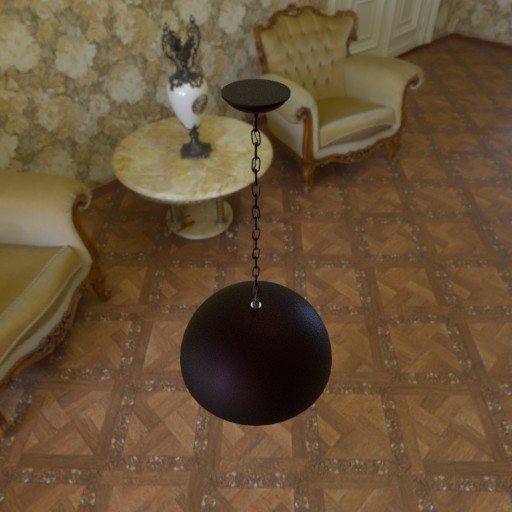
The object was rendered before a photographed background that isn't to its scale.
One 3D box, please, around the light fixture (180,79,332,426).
[{"bbox_3d":[0.000,0.000,1.167,0.492,0.869,0.492,0,41,0],"label":"light fixture"}]
